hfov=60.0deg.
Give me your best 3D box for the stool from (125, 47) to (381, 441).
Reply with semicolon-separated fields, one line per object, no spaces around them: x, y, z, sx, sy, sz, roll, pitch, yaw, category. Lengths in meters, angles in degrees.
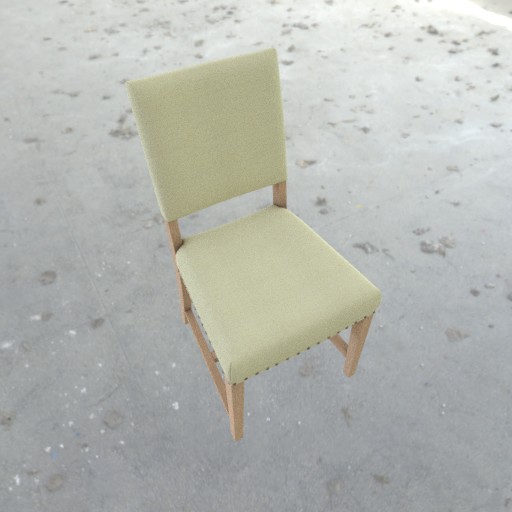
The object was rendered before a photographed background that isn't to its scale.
0.000;0.000;1.372;0.508;0.986;0.623;-23;51;-20;stool
